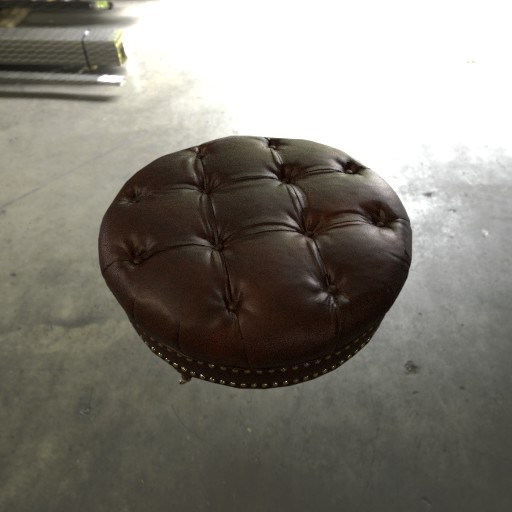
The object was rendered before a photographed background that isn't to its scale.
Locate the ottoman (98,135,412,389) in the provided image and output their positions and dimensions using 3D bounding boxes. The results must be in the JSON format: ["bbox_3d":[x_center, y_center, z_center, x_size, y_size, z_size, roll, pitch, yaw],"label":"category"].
[{"bbox_3d":[0.000,0.000,1.395,0.901,0.455,0.901,0,46,0],"label":"ottoman"}]
